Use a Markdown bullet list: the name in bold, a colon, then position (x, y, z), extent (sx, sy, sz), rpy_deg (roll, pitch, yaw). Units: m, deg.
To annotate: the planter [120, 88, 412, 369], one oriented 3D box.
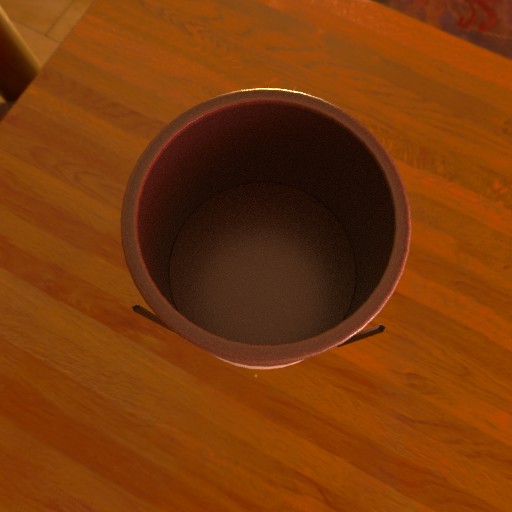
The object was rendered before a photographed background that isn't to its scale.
- **planter**: position (0.000, 0.000, 0.525), extent (0.250, 0.353, 0.260), rpy_deg (-2, 75, -1)
